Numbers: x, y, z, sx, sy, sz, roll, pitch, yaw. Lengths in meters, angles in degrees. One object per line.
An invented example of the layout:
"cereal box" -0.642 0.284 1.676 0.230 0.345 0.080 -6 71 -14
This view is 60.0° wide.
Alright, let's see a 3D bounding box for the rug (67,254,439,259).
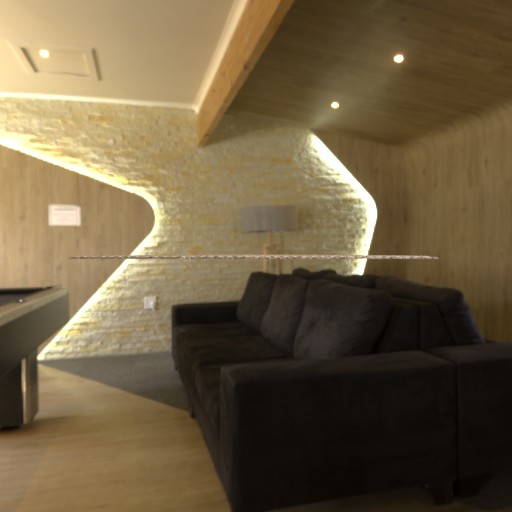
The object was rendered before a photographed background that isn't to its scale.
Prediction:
"rug" 0.000 0.000 3.064 1.548 0.013 2.486 0 0 1
